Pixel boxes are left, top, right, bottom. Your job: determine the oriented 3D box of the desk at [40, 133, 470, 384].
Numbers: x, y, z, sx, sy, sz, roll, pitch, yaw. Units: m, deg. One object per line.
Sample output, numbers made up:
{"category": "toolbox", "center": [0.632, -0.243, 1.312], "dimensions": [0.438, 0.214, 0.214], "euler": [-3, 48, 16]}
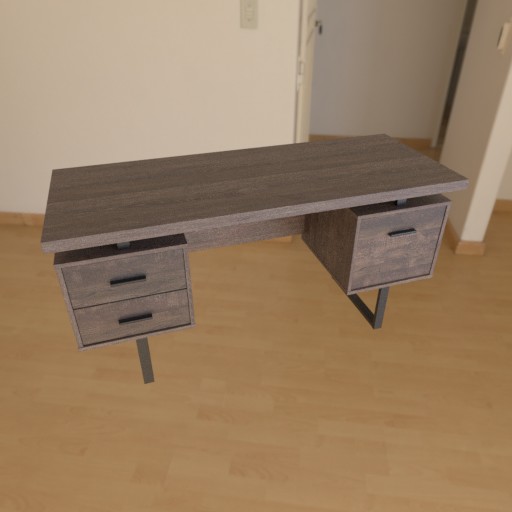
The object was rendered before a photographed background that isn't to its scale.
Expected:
{"category": "desk", "center": [0.000, 0.000, 1.943], "dimensions": [1.524, 0.760, 0.600], "euler": [-10, 34, -15]}
